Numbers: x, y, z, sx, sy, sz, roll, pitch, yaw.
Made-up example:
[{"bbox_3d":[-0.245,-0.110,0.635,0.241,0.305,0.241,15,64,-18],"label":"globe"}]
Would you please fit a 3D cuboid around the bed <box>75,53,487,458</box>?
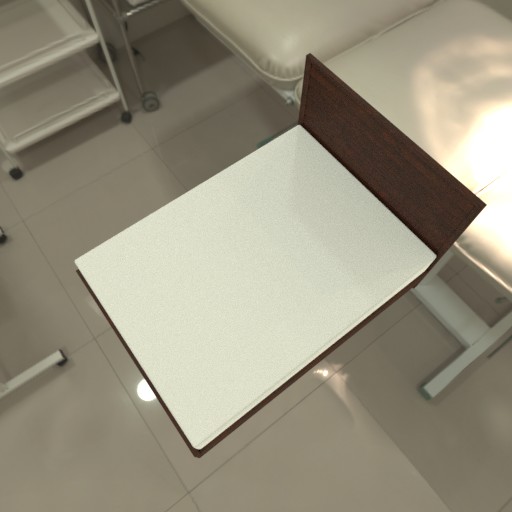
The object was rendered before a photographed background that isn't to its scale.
[{"bbox_3d":[0.000,0.000,3.154,2.184,1.270,1.600,-34,69,-15],"label":"bed"}]
